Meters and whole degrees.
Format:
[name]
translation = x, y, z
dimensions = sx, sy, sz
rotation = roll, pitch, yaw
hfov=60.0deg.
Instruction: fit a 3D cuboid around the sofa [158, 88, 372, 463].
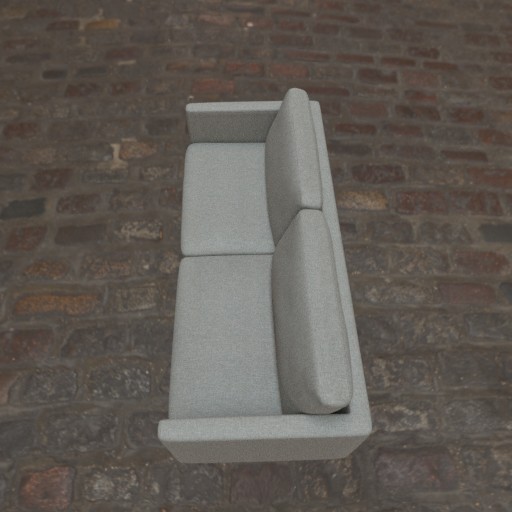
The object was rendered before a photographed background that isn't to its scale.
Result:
[sofa]
translation = 0.000, 0.000, 2.692
dimensions = 0.956, 0.963, 2.208
rotation = -1, 57, -1
